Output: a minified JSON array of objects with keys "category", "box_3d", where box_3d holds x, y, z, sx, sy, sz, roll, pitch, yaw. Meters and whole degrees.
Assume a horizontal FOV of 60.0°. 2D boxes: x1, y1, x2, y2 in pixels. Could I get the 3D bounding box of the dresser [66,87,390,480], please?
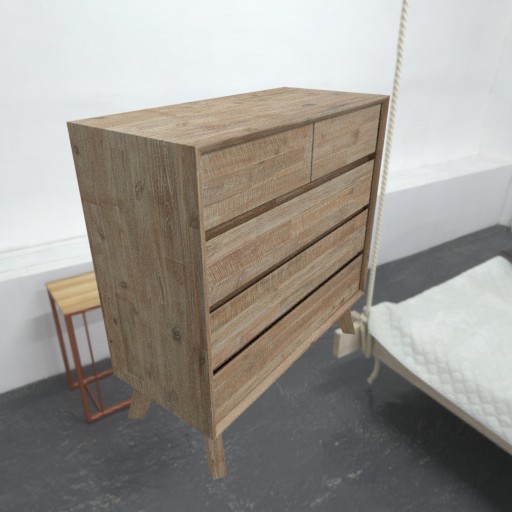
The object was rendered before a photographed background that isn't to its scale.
[{"category":"dresser","box_3d":[0.000,0.000,1.591,0.455,1.029,0.998,19,32,33]}]
